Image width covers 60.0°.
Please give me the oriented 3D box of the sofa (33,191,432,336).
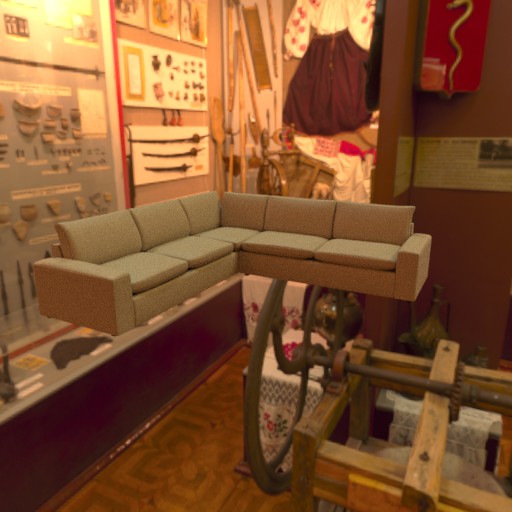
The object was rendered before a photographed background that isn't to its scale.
[{"bbox_3d":[0.000,0.000,4.131,2.742,0.800,2.622,8,17,27],"label":"sofa"}]
